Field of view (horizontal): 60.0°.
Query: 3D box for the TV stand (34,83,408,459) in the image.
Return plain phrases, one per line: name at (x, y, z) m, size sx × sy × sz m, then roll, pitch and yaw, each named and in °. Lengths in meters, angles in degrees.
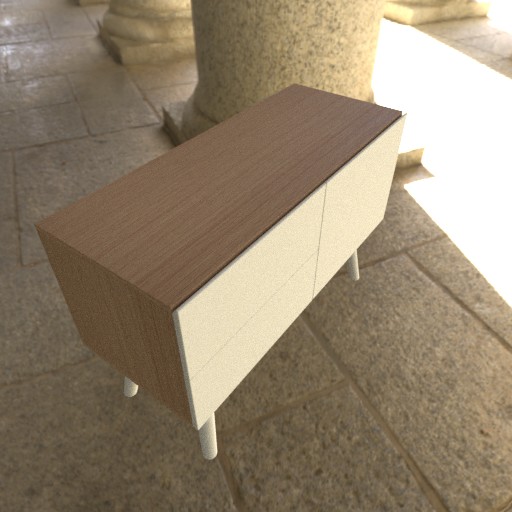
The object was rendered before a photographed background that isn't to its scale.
TV stand at (0.000, 0.000, 1.338) m, size 0.407 × 0.660 × 0.991 m, roll 26°, pitch 47°, yaw 27°
